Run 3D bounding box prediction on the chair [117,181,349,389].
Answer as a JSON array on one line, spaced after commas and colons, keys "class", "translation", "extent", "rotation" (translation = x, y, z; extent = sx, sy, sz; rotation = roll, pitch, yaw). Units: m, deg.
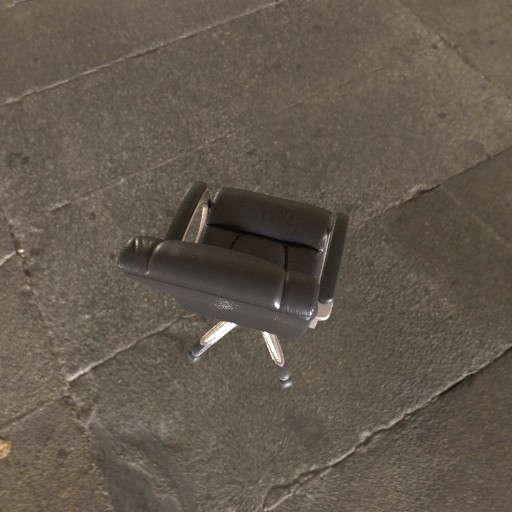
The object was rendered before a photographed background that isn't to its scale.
[{"class": "chair", "translation": [0.000, 0.000, 1.638], "extent": [0.700, 1.145, 0.780], "rotation": [14, 63, 7]}]
